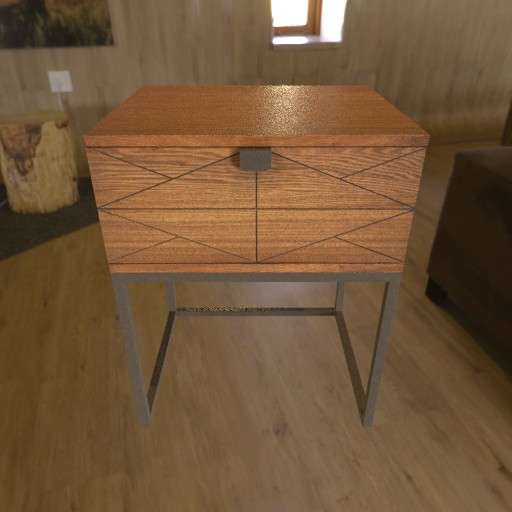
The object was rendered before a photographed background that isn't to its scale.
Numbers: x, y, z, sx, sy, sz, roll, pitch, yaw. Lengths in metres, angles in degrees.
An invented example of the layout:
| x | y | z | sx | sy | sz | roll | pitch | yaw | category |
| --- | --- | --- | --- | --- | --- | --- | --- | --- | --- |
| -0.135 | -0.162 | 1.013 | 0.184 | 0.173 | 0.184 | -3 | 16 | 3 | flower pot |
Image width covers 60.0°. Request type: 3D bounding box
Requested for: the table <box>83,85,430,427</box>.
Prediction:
| x | y | z | sx | sy | sz | roll | pitch | yaw | category |
| --- | --- | --- | --- | --- | --- | --- | --- | --- | --- |
| 0.000 | 0.000 | 0.930 | 0.482 | 0.610 | 0.400 | 0 | 31 | 0 | table |
